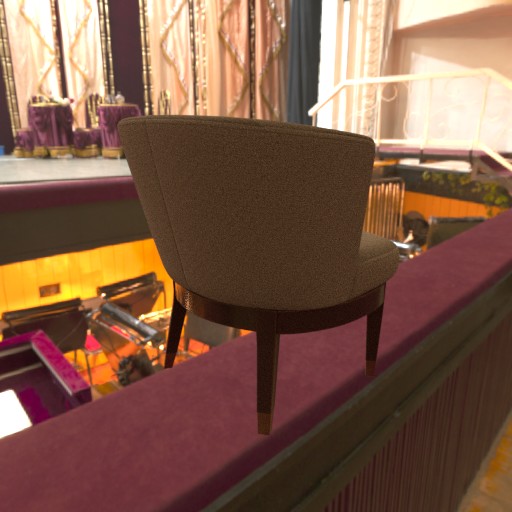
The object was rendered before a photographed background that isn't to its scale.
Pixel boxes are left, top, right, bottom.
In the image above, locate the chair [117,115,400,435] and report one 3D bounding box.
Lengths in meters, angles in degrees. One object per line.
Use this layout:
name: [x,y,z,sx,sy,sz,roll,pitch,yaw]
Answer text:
chair: [0.000,0.000,1.277,0.660,0.760,0.700,-14,21,-41]
